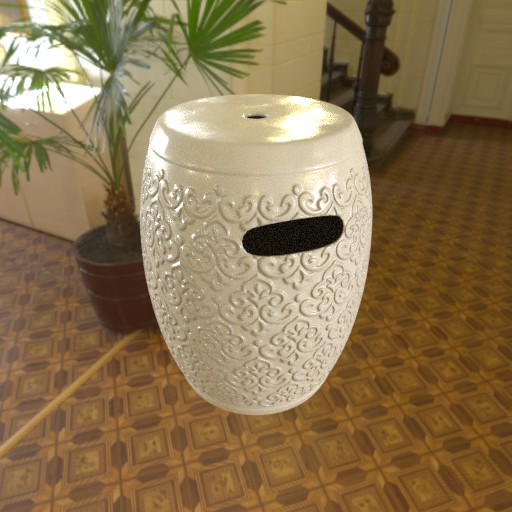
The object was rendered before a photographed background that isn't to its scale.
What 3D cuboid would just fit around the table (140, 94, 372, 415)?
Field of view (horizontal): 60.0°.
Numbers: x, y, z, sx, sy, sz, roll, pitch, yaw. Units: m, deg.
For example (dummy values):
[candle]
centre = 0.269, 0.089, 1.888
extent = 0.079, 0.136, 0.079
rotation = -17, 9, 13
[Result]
[table]
centre = 0.000, 0.000, 0.629
extent = 0.309, 0.397, 0.309
rotation = 0, 32, 0
